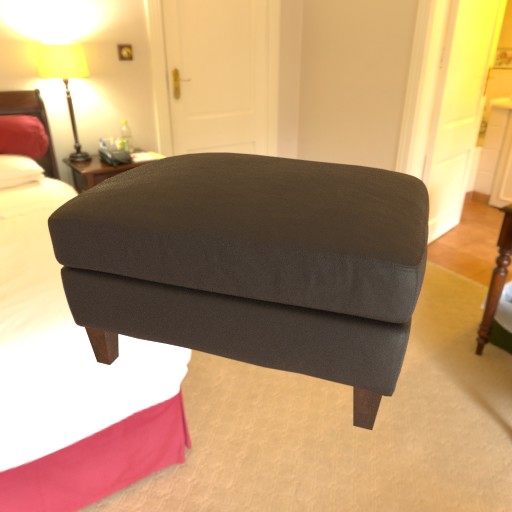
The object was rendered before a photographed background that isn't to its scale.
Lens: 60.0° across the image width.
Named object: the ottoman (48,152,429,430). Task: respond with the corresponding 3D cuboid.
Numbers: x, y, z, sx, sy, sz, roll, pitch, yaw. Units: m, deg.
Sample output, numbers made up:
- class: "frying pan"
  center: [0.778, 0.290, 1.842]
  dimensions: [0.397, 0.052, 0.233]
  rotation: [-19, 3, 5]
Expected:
- class: "ottoman"
  center: [0.000, 0.000, 1.269]
  dimensions: [0.887, 0.529, 0.659]
  rotation: [8, 27, 17]
